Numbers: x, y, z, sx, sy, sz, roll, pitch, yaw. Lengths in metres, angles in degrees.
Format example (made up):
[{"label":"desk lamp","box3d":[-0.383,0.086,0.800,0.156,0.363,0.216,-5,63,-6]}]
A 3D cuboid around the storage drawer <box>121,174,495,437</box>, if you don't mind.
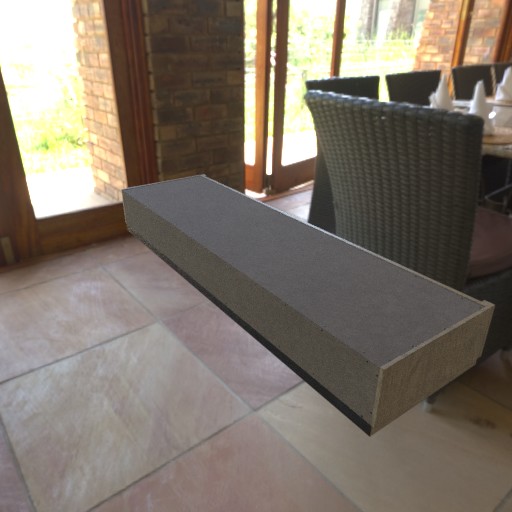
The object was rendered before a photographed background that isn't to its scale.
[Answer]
[{"label":"storage drawer","box3d":[0.000,0.000,2.222,0.591,0.274,2.072,-17,31,-31]}]
